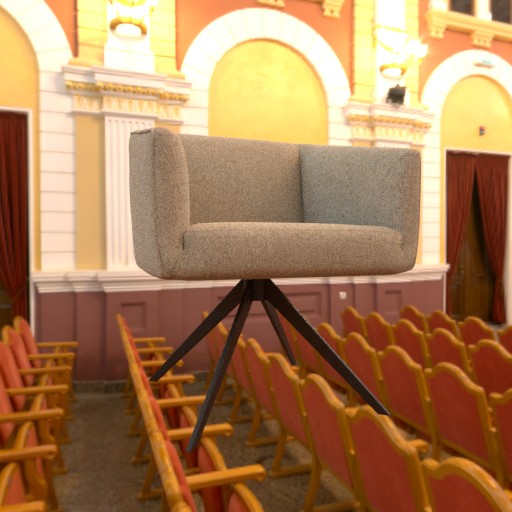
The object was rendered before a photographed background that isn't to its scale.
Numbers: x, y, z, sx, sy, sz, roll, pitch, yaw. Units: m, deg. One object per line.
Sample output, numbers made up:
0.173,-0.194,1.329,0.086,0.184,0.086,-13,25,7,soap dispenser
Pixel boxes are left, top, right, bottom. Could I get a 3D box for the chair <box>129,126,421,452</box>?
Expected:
0.000,0.000,1.195,0.628,0.760,0.623,-1,2,-20,chair
